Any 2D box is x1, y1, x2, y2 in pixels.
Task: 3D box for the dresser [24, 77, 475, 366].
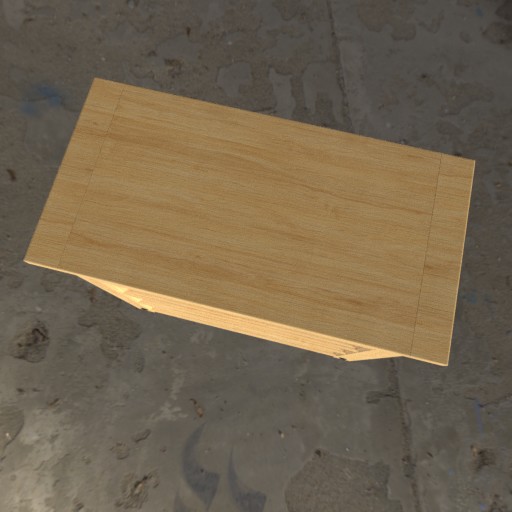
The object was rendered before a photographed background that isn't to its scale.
[{"bbox_3d":[0.000,0.000,1.211,0.800,0.730,0.410,13,76,3],"label":"dresser"}]
